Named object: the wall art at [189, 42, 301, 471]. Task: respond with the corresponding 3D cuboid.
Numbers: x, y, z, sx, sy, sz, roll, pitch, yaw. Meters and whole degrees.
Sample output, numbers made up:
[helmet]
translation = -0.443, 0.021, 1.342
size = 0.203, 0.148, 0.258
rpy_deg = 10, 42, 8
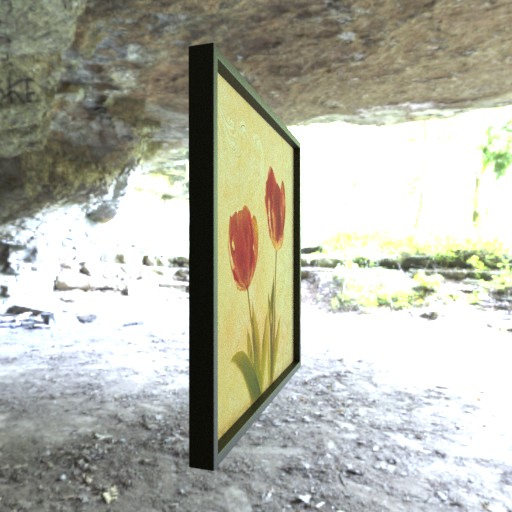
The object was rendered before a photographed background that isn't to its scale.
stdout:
[wall art]
translation = 0.000, 0.000, 0.533
size = 0.038, 0.349, 0.349
rpy_deg = 0, 0, 18
